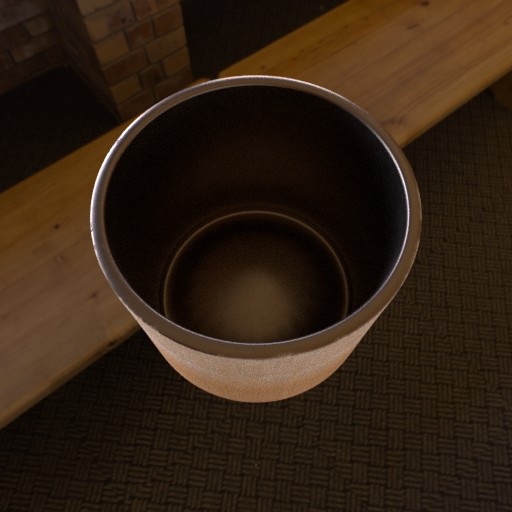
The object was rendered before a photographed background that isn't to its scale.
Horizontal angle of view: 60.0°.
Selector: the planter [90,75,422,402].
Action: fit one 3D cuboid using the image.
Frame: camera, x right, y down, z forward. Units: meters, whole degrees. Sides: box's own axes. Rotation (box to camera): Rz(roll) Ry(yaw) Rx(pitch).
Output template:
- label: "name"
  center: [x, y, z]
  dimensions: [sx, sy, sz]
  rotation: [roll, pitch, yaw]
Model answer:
- label: "planter"
  center: [0.000, 0.000, 0.434]
  dimensions: [0.254, 0.221, 0.254]
  rotation: [0, 65, 0]
